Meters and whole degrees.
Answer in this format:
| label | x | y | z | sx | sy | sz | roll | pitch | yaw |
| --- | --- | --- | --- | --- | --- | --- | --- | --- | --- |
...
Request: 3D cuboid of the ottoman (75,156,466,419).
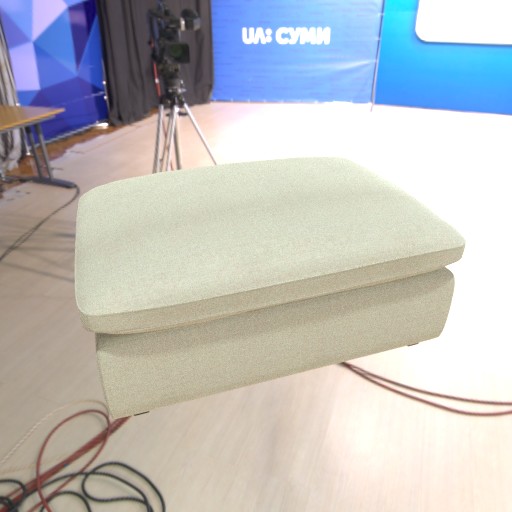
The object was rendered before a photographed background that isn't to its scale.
| label | x | y | z | sx | sy | sz | roll | pitch | yaw |
| --- | --- | --- | --- | --- | --- | --- | --- | --- | --- |
| ottoman | 0.000 | 0.000 | 1.354 | 0.984 | 0.453 | 0.686 | -10 | 33 | -15 |
